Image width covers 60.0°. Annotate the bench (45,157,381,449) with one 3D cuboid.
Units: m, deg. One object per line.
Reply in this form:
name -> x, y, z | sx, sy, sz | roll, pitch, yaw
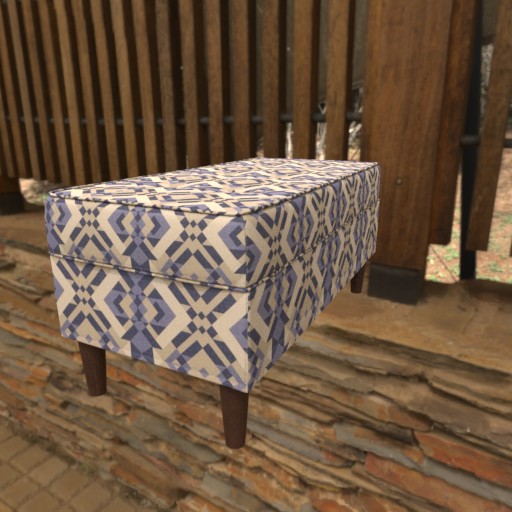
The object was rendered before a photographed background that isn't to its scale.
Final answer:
bench -> 0.000, 0.000, 1.286 | 0.492, 0.477, 1.016 | 9, 19, 26
